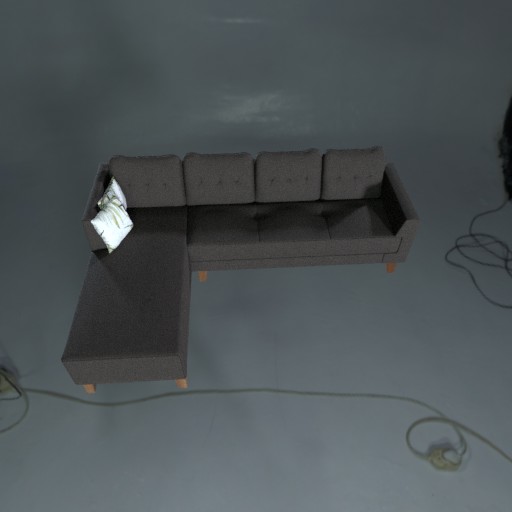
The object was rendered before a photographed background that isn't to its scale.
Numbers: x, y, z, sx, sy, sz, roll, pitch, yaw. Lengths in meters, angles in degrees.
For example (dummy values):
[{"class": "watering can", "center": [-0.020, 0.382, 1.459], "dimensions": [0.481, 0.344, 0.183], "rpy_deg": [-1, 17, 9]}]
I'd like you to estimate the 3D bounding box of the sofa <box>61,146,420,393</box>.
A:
[{"class": "sofa", "center": [0.000, 0.000, 3.583], "dimensions": [2.679, 0.932, 1.829], "rpy_deg": [-3, 46, -2]}]
